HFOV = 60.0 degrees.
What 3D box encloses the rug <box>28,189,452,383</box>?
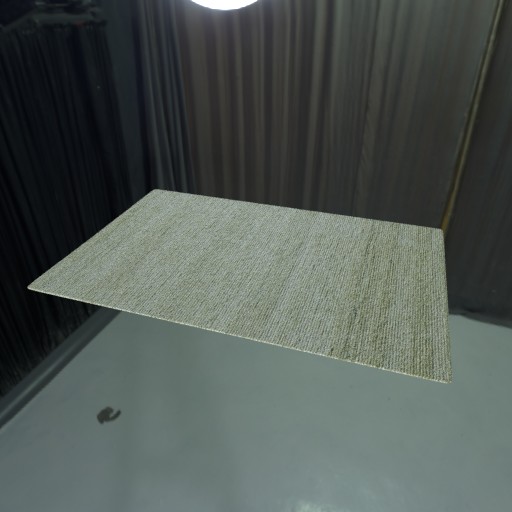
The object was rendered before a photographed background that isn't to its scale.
[{"bbox_3d":[0.000,0.000,2.174,1.758,0.010,1.143,10,33,15],"label":"rug"}]
